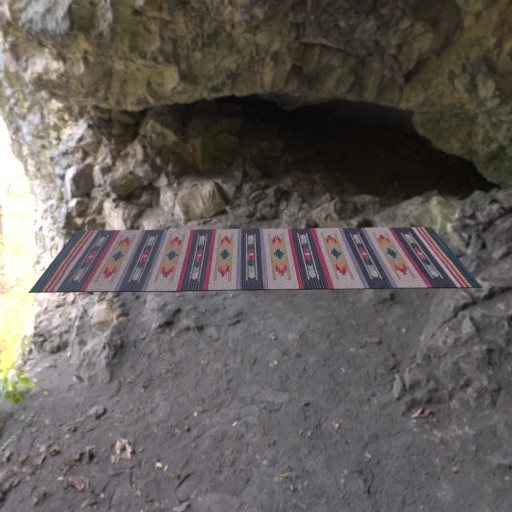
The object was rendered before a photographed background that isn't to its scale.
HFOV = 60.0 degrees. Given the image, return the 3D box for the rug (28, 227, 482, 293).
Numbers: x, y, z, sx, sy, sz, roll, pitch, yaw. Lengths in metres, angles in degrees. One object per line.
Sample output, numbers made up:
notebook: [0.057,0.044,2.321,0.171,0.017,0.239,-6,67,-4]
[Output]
rug: [0.000,0.000,2.710,2.440,0.009,0.760,-1,29,-1]
